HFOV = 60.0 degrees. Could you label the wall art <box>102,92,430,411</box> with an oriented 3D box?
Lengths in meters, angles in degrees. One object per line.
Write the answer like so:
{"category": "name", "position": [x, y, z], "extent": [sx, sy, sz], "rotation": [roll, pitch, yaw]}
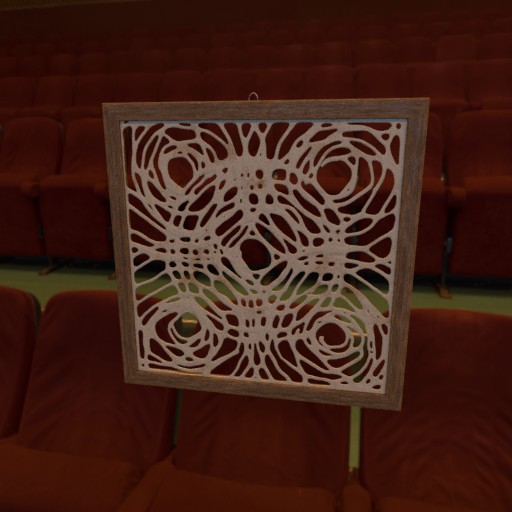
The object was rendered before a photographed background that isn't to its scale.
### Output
{"category": "wall art", "position": [0.000, 0.000, 0.825], "extent": [0.561, 0.576, 0.021], "rotation": [3, 15, 10]}
